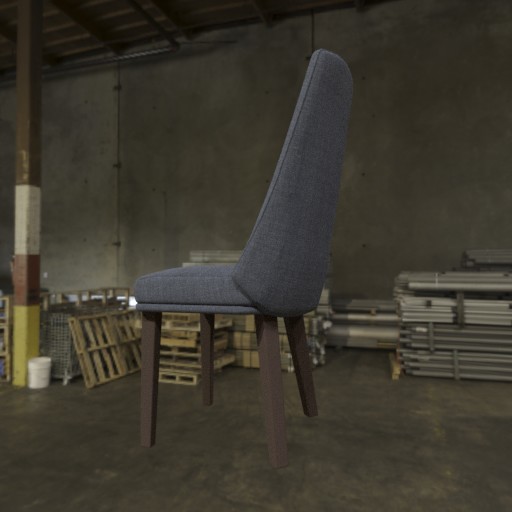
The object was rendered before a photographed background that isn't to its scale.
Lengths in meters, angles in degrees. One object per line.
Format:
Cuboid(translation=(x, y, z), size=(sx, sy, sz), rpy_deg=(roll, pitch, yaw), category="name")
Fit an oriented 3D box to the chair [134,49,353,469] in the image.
Cuboid(translation=(0.000, 0.000, 1.341), size=(0.577, 1.050, 0.510), rpy_deg=(-1, -2, 18), category="chair")
